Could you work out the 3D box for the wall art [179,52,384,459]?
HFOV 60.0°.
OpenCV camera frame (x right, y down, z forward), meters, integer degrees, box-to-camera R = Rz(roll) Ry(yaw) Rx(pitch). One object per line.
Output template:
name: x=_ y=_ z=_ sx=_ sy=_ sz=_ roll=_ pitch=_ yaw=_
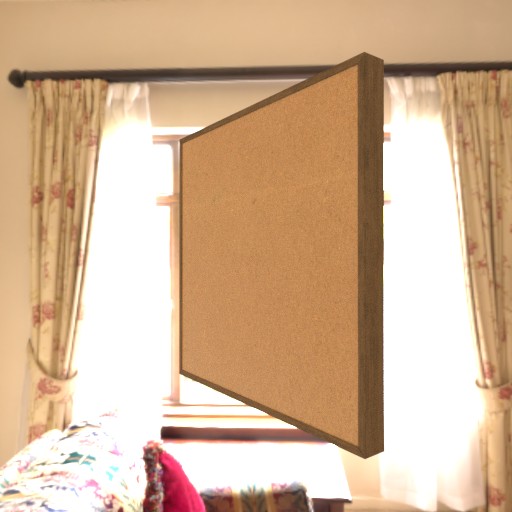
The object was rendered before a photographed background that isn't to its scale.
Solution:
wall art: x=0.000 y=0.000 z=0.768 sx=0.038 sy=0.508 sz=0.508 roll=0 pitch=0 yaw=-36
